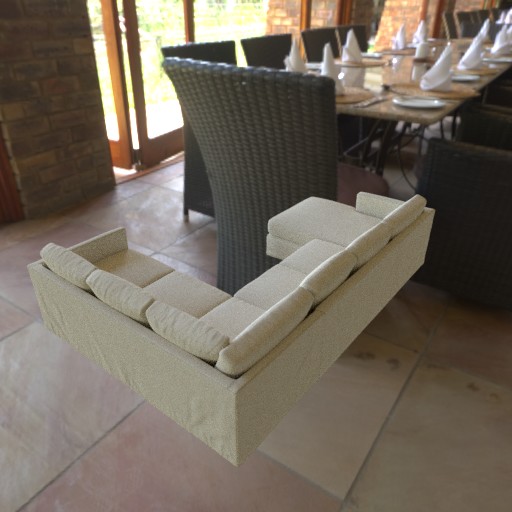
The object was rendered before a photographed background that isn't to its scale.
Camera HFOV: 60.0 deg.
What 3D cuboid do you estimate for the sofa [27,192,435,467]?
[{"bbox_3d":[0.000,0.000,4.541,2.448,0.882,3.464,21,36,32],"label":"sofa"}]
